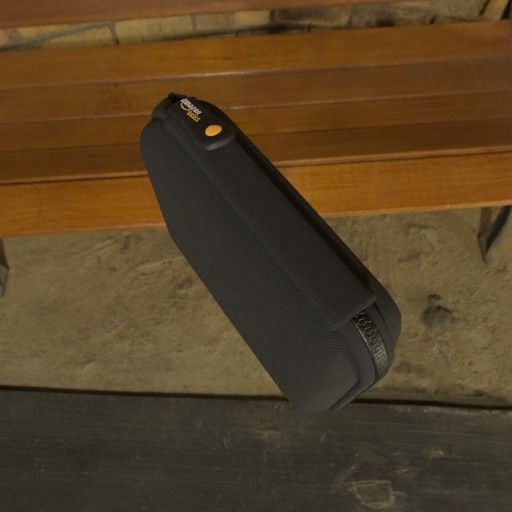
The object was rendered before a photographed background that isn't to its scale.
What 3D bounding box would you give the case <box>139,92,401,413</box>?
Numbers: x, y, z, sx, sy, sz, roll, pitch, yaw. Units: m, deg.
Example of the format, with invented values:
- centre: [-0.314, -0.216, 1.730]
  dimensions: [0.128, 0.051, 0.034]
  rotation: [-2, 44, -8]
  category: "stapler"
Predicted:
- centre: [0.000, 0.000, 0.180]
  dimensions: [0.038, 0.105, 0.132]
  rotation: [-33, 68, -15]
  category: "case"
